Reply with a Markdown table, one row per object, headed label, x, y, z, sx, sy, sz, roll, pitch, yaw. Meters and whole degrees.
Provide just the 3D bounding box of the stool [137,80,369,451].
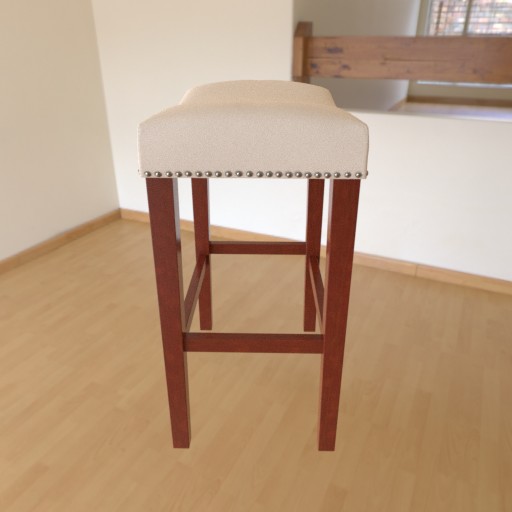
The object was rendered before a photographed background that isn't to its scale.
| label | x | y | z | sx | sy | sz | roll | pitch | yaw |
| --- | --- | --- | --- | --- | --- | --- | --- | --- | --- |
| stool | 0.000 | 0.000 | 1.048 | 0.372 | 0.742 | 0.504 | 1 | 26 | 1 |
